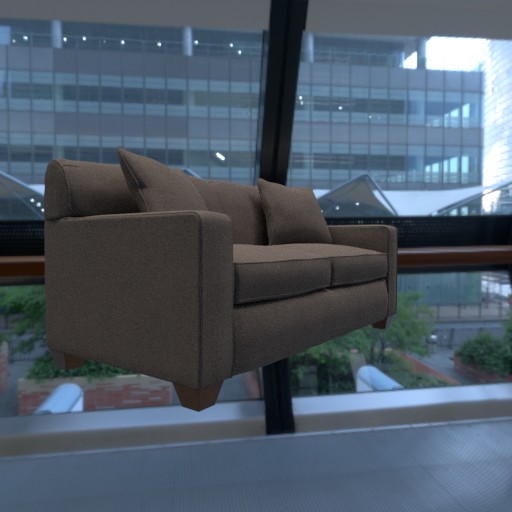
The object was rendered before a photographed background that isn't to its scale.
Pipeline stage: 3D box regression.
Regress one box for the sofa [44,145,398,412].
[{"bbox_3d":[0.000,0.000,2.400,1.000,0.958,1.846,1,2,37],"label":"sofa"}]
